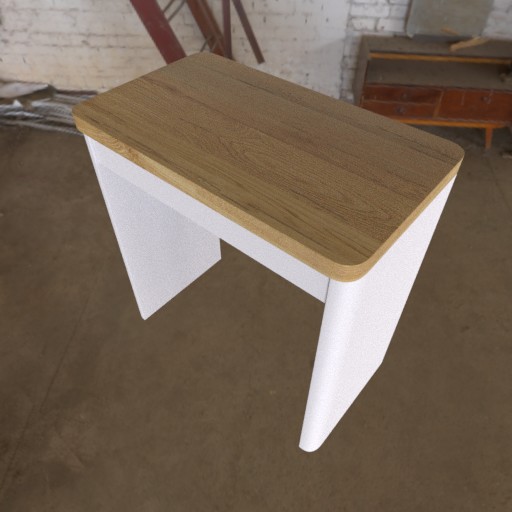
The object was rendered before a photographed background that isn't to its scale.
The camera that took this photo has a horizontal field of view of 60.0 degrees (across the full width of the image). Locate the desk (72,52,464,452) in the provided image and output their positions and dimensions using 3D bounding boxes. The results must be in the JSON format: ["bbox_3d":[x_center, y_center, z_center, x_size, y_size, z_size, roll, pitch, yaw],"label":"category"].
[{"bbox_3d":[0.000,0.000,1.228,0.760,0.790,0.440,32,54,27],"label":"desk"}]
